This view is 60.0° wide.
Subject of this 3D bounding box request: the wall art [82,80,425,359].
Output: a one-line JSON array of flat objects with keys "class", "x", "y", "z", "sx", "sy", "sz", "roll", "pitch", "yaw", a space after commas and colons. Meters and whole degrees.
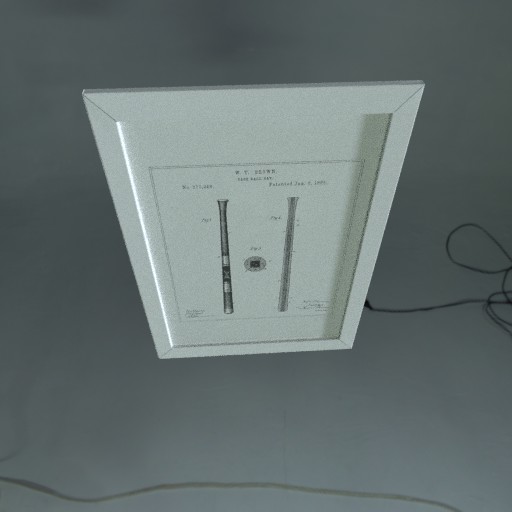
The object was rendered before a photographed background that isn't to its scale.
[{"class": "wall art", "x": 0.000, "y": 0.000, "z": 0.674, "sx": 0.374, "sy": 0.529, "sz": 0.012, "roll": -3, "pitch": 45, "yaw": -3}]
